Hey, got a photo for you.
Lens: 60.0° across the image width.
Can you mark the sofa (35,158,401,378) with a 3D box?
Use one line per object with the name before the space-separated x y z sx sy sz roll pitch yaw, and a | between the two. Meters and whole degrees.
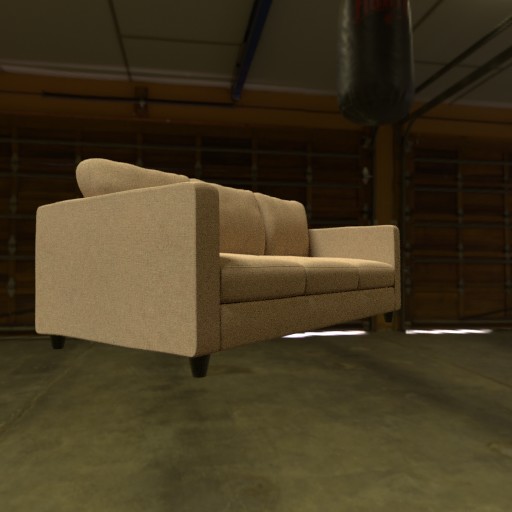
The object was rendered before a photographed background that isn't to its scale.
sofa | 0.000 0.000 2.315 0.930 0.800 1.855 -1 -2 36
